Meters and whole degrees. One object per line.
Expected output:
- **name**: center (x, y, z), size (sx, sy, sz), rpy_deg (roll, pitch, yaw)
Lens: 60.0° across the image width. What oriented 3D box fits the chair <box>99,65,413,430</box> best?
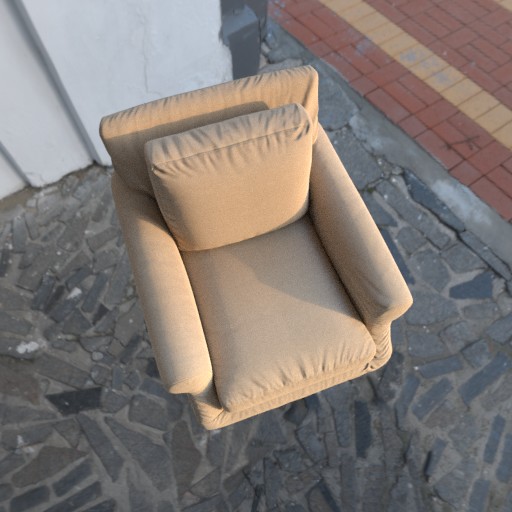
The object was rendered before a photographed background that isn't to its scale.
- **chair**: center (0.000, 0.000, 1.758), size (0.940, 0.866, 1.066), rpy_deg (-18, 65, -9)
